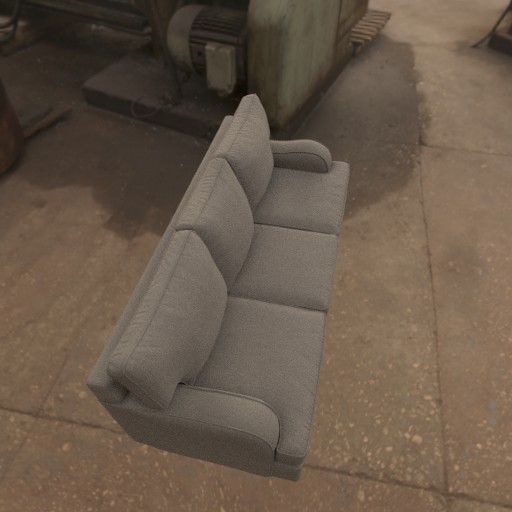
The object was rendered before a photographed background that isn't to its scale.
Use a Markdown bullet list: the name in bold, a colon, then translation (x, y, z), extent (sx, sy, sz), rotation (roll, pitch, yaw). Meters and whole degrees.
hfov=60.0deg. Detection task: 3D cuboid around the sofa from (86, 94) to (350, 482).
- **sofa**: translation (0.000, 0.000, 2.805), extent (1.016, 0.991, 2.323), rotation (10, 48, 9)
